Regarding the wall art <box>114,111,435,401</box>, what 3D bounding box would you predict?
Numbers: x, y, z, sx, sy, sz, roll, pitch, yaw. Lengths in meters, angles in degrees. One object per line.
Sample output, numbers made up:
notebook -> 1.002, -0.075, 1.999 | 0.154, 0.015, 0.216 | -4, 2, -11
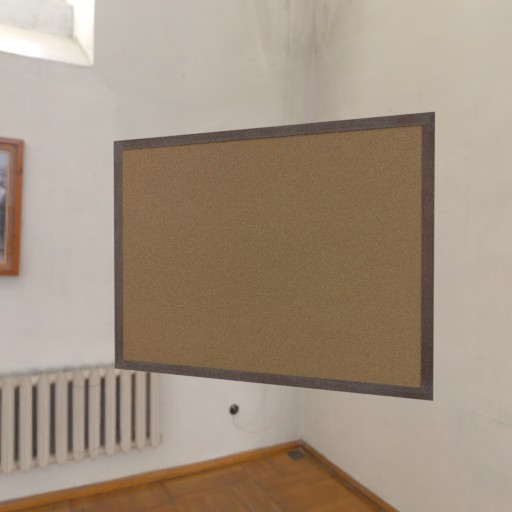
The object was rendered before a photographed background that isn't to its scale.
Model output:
wall art -> 0.000, 0.000, 1.357 | 1.012, 0.774, 0.019 | 0, 1, 19
